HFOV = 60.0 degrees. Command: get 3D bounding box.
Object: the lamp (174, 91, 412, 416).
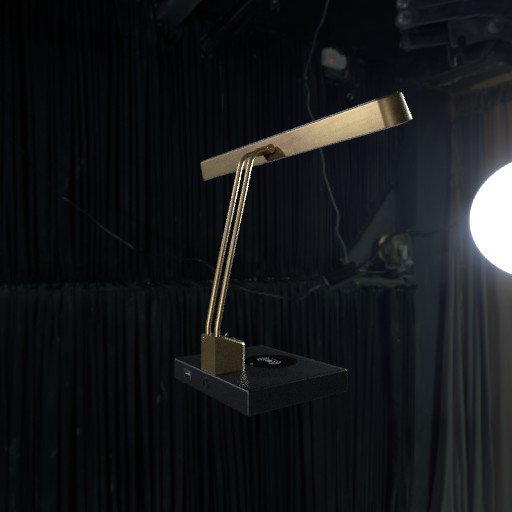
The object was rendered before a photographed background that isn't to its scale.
[{"bbox_3d":[0.000,0.000,0.595,0.156,0.345,0.412,0,0,-35],"label":"lamp"}]
